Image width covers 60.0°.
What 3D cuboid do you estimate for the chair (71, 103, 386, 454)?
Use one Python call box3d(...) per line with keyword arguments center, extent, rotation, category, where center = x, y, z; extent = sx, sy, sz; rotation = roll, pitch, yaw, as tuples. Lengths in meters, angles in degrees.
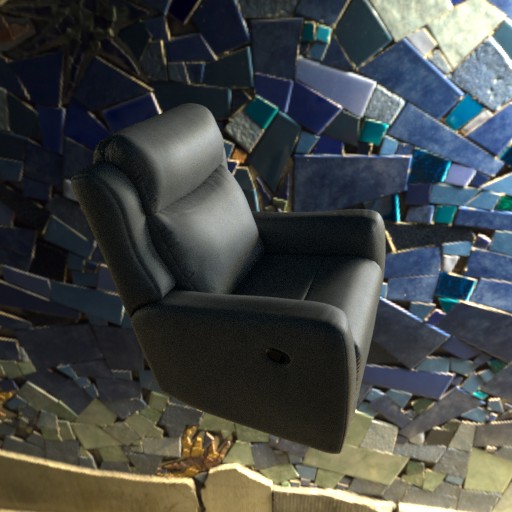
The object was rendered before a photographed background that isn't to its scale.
box3d(center=(0.000, 0.000, 1.922), extent=(1.068, 1.116, 0.965), rotation=(11, 32, 18), category="chair")
